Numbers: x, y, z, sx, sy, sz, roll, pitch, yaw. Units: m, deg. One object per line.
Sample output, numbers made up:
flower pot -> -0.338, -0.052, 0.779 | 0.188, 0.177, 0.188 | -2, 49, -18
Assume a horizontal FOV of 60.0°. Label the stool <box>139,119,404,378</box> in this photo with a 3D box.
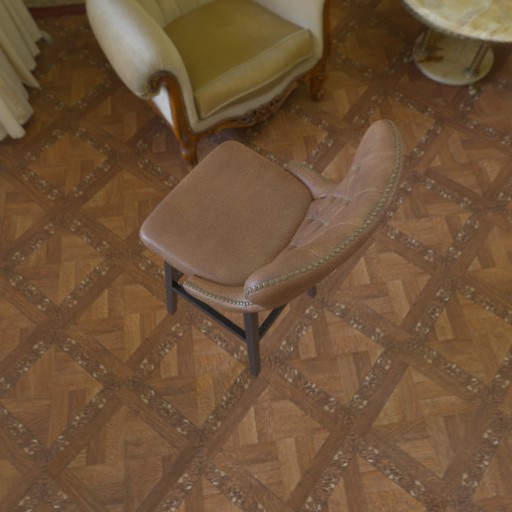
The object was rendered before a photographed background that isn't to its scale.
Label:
stool -> 0.000, 0.000, 1.391 | 0.601, 1.050, 0.528 | 33, 68, 15
